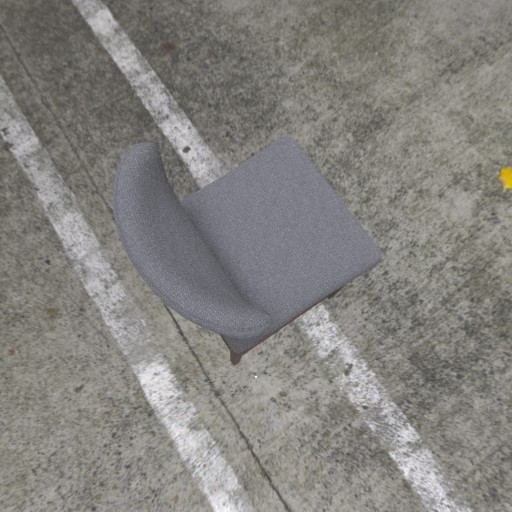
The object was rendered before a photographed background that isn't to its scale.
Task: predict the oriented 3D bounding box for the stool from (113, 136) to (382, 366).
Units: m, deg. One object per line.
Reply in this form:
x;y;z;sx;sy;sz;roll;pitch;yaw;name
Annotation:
0.000;0.000;1.389;0.568;1.069;0.486;-33;77;-8;stool
